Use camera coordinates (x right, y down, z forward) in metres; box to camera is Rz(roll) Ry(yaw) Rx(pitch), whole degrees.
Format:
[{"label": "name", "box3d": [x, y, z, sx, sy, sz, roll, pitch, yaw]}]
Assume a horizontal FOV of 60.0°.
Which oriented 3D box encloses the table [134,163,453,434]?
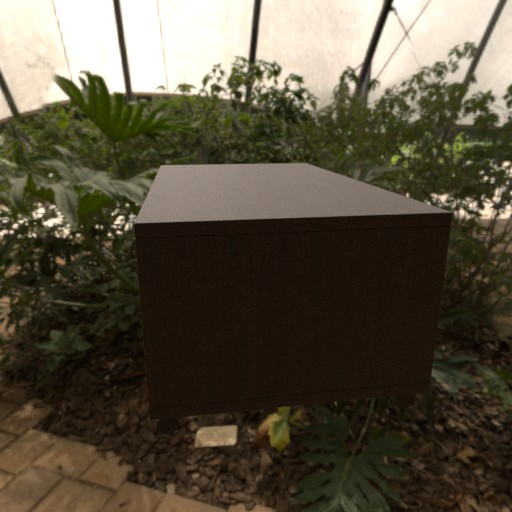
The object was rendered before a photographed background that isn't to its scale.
[{"label": "table", "box3d": [0.000, 0.000, 1.360, 0.590, 0.460, 1.050, -3, 17, -9]}]
